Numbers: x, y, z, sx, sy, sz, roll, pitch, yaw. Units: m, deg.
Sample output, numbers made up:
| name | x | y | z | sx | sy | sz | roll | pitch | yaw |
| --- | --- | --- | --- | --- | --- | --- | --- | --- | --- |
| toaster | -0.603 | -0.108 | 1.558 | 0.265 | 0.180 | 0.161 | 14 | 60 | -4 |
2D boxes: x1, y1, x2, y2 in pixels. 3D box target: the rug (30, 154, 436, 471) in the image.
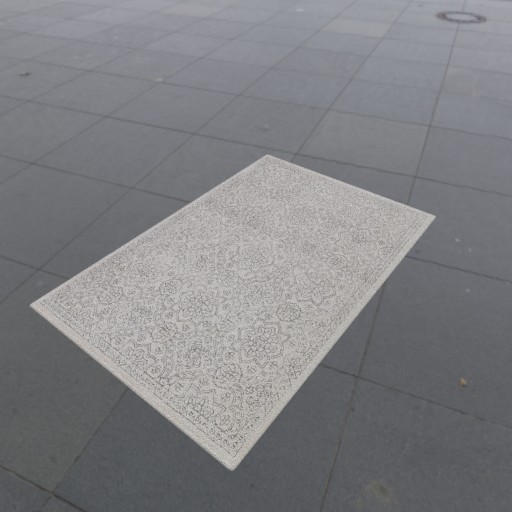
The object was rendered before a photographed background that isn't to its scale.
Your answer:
| name | x | y | z | sx | sy | sz | roll | pitch | yaw |
| --- | --- | --- | --- | --- | --- | --- | --- | --- | --- |
| rug | 0.000 | 0.000 | 2.870 | 1.524 | 0.011 | 2.286 | 27 | 48 | 28 |
